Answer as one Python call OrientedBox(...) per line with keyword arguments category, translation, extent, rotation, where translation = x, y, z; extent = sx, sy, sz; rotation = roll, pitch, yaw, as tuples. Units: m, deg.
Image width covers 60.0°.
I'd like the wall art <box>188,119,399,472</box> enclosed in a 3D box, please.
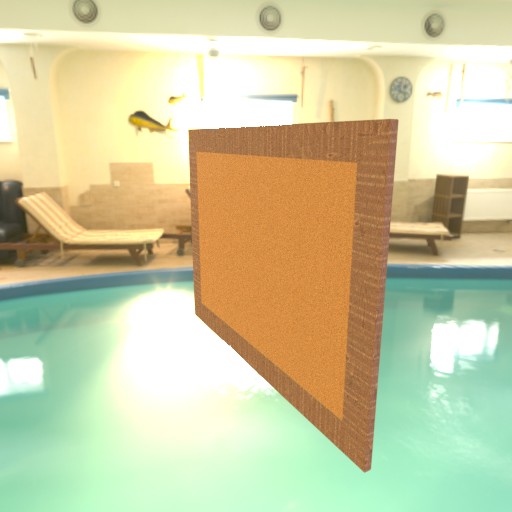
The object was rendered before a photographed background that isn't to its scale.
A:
OrientedBox(category="wall art", translation=(0.000, 0.000, 1.350), extent=(0.020, 0.761, 1.056), rotation=(-8, 17, -28))
